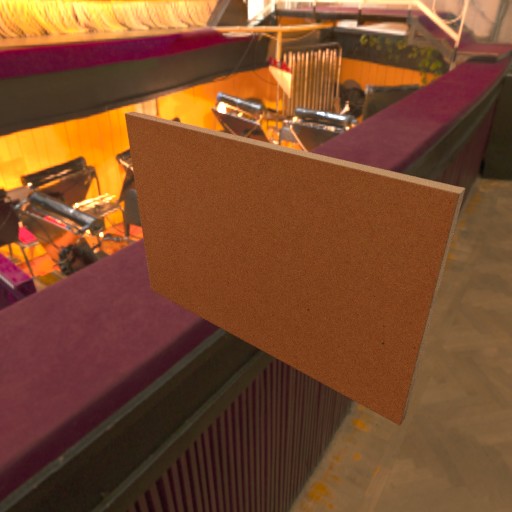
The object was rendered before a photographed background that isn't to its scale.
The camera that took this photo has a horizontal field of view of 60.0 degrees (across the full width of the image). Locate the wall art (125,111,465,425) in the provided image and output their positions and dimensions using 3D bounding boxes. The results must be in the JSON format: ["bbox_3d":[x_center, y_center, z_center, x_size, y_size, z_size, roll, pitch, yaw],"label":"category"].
[{"bbox_3d":[0.000,0.000,0.787,0.615,0.410,0.021,22,38,32],"label":"wall art"}]
